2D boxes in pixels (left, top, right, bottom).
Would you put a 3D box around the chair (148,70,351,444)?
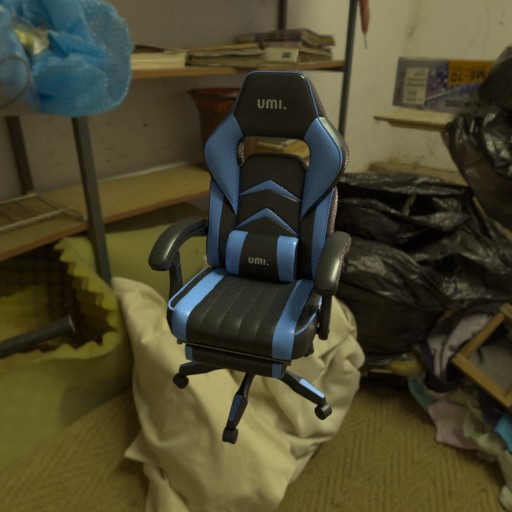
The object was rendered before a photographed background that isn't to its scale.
[{"bbox_3d":[0.000,0.000,1.697,0.700,1.280,0.700,8,27,15],"label":"chair"}]
